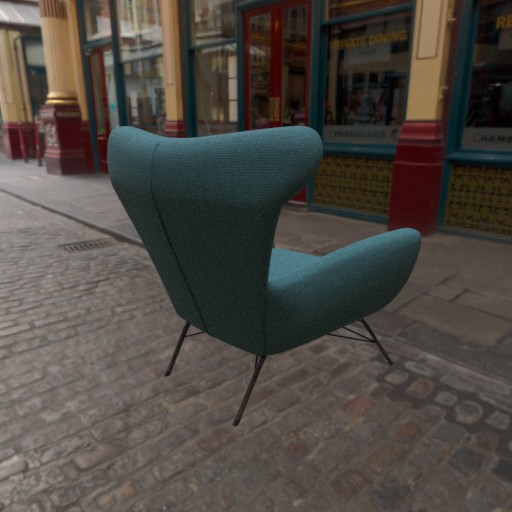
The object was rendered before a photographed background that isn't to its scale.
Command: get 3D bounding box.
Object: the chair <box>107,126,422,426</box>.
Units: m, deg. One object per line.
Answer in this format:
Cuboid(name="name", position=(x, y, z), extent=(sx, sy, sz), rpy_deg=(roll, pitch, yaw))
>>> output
Cuboid(name="chair", position=(0.000, 0.000, 1.742), extent=(0.900, 0.980, 1.050), rpy_deg=(-15, 22, -42))
